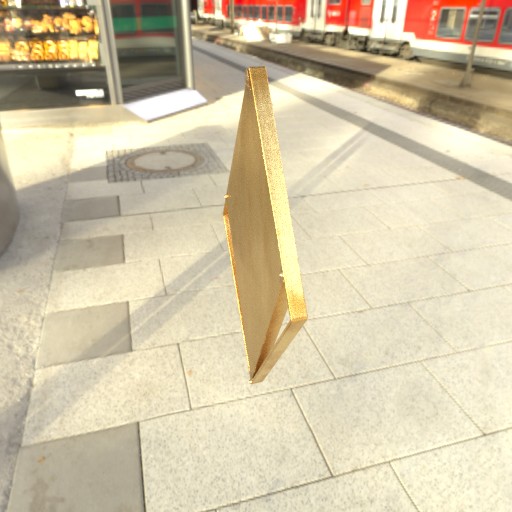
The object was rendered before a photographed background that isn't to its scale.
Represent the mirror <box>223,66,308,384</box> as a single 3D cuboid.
[{"bbox_3d":[0.000,0.000,0.858,0.032,0.679,0.419,-9,31,-16],"label":"mirror"}]
